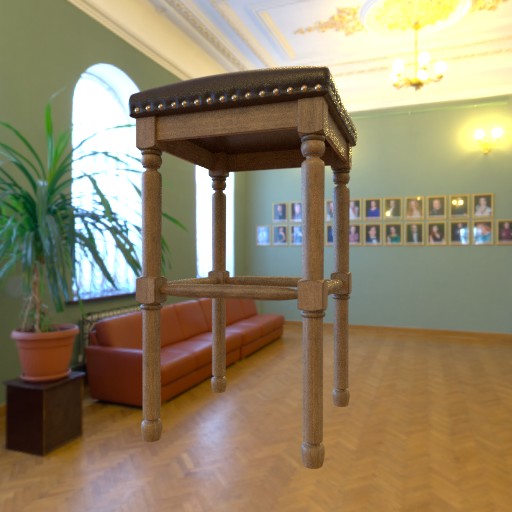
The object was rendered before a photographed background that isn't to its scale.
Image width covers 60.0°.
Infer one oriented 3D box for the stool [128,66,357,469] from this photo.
[{"bbox_3d":[0.000,0.000,0.948,0.383,0.702,0.382,0,0,20],"label":"stool"}]
